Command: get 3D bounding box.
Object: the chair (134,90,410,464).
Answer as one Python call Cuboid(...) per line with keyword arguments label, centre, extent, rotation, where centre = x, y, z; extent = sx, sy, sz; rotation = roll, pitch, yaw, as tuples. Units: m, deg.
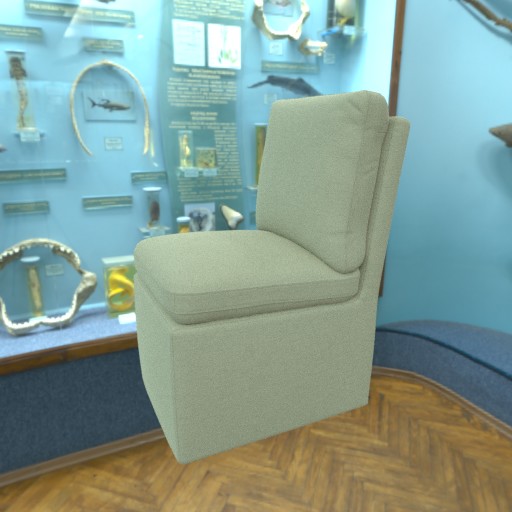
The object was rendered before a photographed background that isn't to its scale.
Cuboid(label="chair", centre=(0.000, 0.000, 1.341), extent=(0.698, 0.927, 0.503), rotation=(-8, 18, -24))
